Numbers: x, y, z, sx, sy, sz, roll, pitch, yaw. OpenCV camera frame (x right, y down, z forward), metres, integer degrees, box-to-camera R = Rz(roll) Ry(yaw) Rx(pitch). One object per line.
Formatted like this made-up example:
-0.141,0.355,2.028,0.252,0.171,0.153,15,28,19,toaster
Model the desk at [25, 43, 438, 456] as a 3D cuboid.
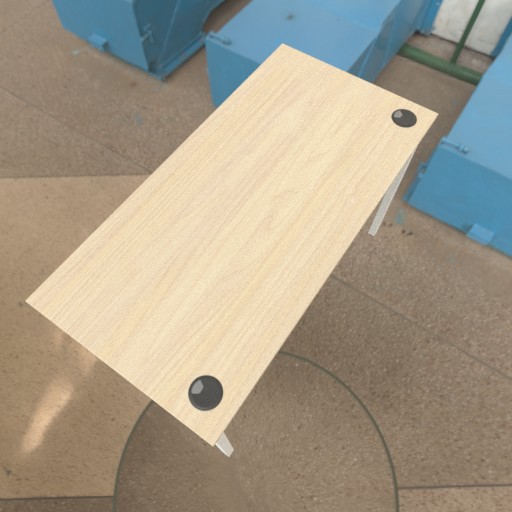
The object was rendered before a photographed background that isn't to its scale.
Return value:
0.000,0.000,1.607,0.600,0.750,1.200,31,67,15,desk
